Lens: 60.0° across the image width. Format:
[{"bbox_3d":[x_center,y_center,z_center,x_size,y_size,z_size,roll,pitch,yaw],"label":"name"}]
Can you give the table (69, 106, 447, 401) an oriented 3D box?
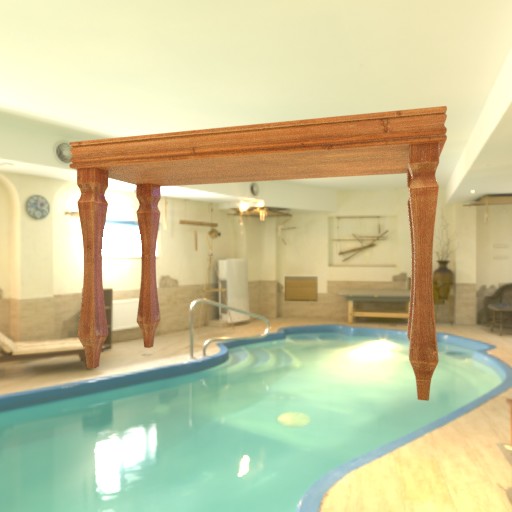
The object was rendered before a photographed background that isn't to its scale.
[{"bbox_3d":[0.000,0.000,1.735,1.330,0.873,0.522,0,0,18],"label":"table"}]
